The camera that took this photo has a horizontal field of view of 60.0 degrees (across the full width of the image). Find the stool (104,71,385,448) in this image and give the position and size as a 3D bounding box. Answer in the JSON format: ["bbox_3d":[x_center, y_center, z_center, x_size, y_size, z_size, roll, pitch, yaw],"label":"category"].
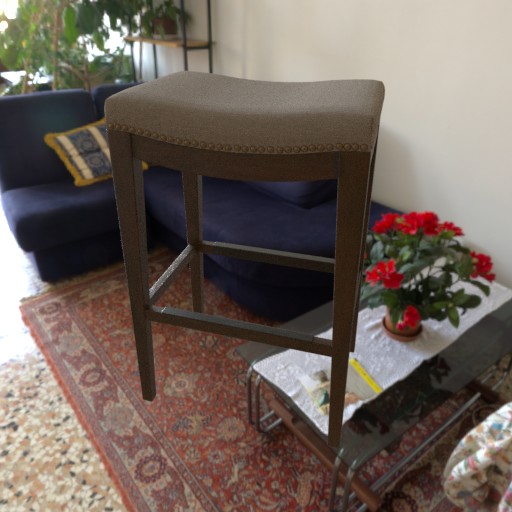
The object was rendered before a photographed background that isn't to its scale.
[{"bbox_3d":[0.000,0.000,1.041,0.508,0.762,0.356,9,32,14],"label":"stool"}]
